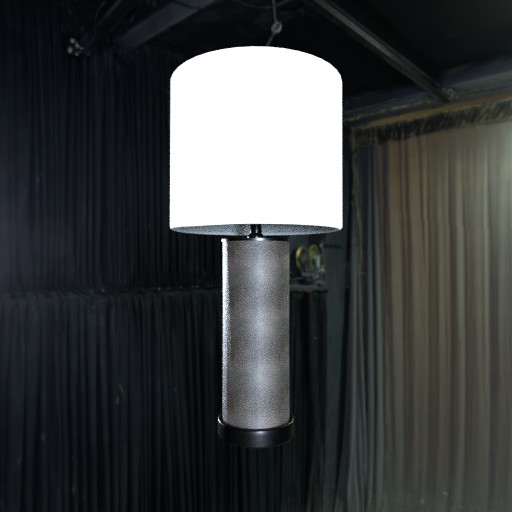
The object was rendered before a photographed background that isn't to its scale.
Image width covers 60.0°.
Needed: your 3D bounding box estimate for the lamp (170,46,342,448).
[{"bbox_3d":[0.000,0.000,0.800,0.305,0.634,0.305,-1,-1,38],"label":"lamp"}]
